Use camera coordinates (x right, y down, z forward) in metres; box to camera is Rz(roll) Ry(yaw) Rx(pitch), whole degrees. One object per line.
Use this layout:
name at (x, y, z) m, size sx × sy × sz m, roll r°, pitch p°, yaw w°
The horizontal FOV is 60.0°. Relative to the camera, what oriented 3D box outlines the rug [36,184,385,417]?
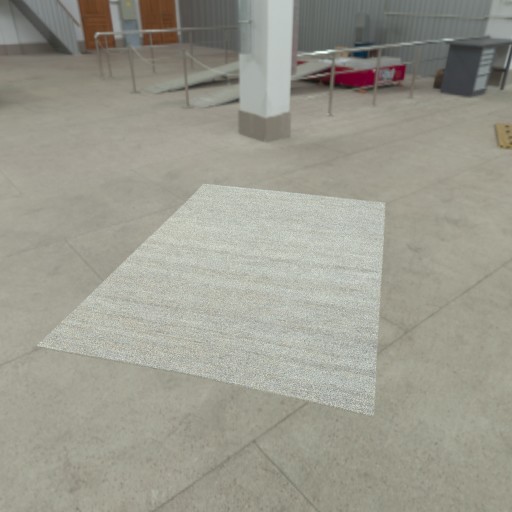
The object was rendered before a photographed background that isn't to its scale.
rug at (0.000, 0.000, 2.932) m, size 1.624 × 0.030 × 2.264 m, roll 8°, pitch 31°, yaw 13°
